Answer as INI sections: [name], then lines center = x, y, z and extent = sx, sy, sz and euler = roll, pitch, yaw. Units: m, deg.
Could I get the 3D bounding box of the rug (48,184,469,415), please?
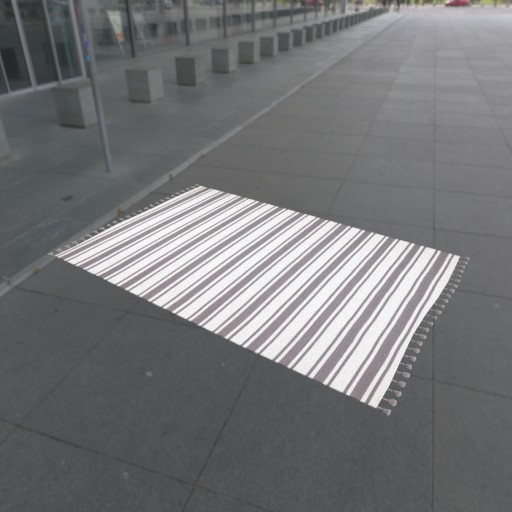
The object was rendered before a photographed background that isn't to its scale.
[rug]
center = 0.000, 0.000, 2.998
extent = 2.425, 0.014, 1.563
euler = 19, 35, 29
